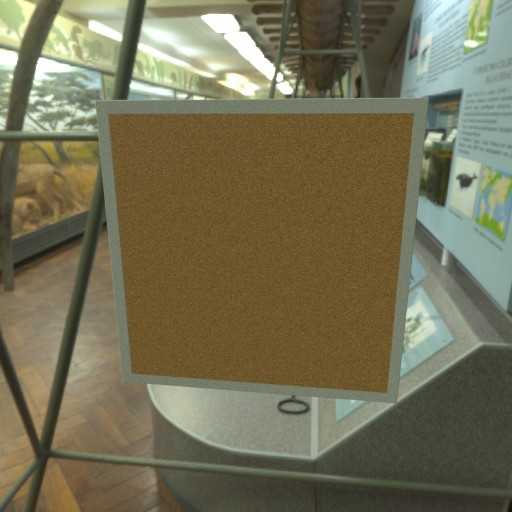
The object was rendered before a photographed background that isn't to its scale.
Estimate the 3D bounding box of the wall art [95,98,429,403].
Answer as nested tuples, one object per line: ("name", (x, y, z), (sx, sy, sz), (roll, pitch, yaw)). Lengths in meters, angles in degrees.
("wall art", (0.000, 0.000, 0.611), (0.406, 0.406, 0.038), (2, 17, 7))
